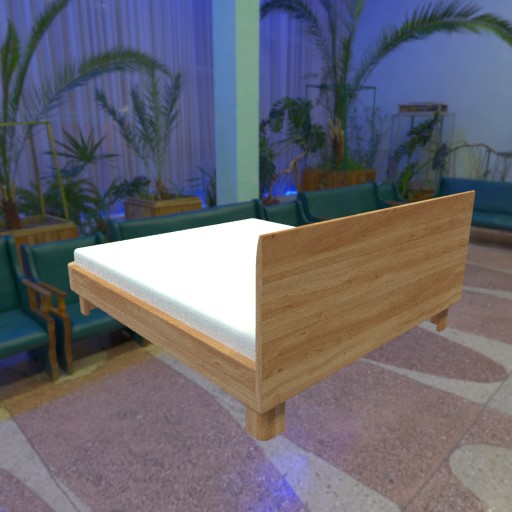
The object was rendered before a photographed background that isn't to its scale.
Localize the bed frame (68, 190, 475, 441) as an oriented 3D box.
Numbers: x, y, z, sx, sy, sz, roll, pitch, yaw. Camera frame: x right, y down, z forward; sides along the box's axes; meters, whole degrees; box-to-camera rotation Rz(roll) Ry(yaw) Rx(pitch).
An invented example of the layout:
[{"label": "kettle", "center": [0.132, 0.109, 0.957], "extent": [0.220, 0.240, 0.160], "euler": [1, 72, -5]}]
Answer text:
[{"label": "bed frame", "center": [0.000, 0.000, 3.077], "extent": [1.872, 0.940, 2.092], "euler": [-14, 21, -41]}]
